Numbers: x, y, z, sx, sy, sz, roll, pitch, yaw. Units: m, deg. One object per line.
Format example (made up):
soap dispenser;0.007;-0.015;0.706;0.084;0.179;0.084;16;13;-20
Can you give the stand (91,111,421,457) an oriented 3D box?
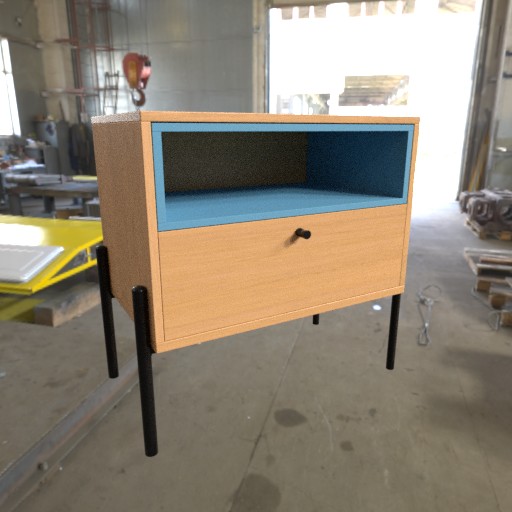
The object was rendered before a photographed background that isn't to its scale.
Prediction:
stand;0.000;0.000;0.999;0.630;0.600;0.400;-9;18;-29
